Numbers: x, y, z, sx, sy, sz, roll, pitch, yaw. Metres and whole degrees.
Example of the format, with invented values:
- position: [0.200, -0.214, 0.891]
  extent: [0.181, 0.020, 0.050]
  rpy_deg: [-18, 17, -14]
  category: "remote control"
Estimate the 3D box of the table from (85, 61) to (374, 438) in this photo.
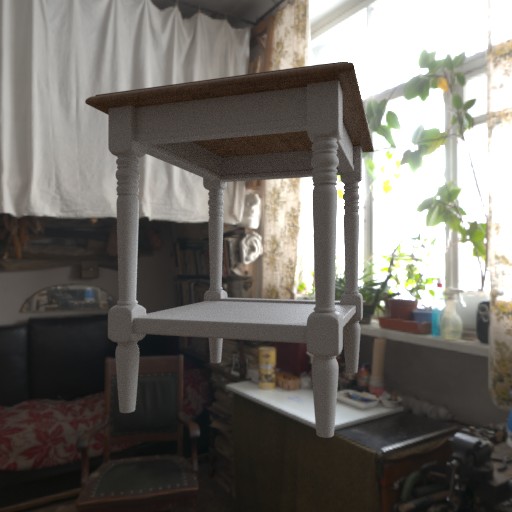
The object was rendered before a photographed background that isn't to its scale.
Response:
- position: [0.000, 0.000, 0.936]
  extent: [0.457, 0.561, 0.508]
  rpy_deg: [0, -1, 18]
  category: "table"
